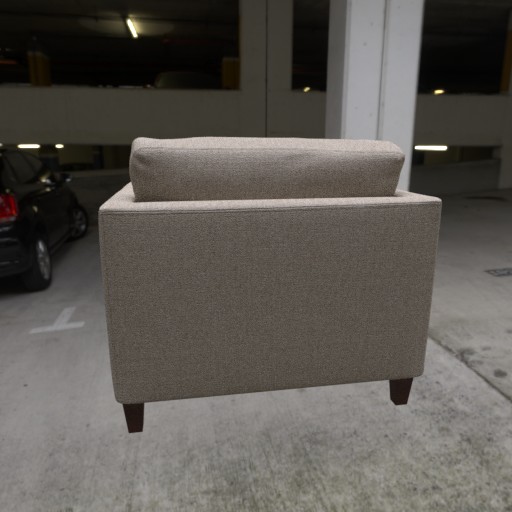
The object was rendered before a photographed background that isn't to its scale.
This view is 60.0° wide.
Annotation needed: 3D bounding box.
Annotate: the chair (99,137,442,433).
[{"bbox_3d":[0.000,0.000,1.863,1.107,0.961,0.959,-2,15,-9],"label":"chair"}]
